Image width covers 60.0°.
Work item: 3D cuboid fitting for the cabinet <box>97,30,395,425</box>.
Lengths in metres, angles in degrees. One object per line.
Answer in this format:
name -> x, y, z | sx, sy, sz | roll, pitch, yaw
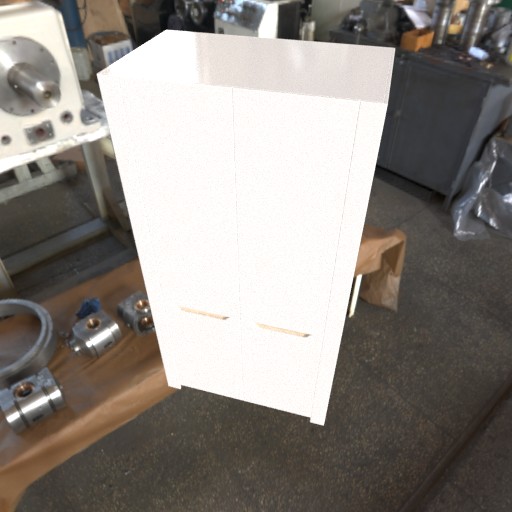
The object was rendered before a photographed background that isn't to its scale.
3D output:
cabinet -> 0.000, 0.000, 2.268 | 0.980, 1.920, 0.580 | 10, 42, 12
